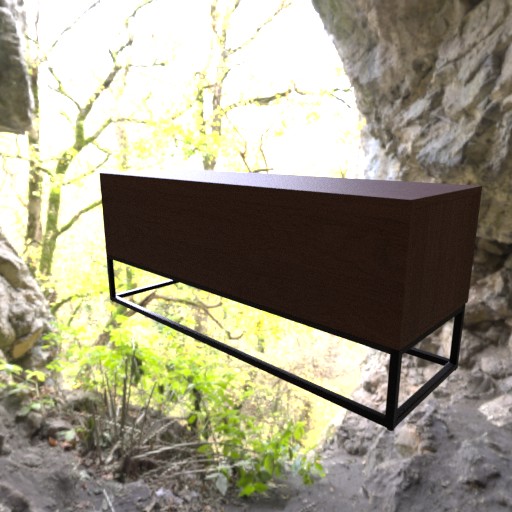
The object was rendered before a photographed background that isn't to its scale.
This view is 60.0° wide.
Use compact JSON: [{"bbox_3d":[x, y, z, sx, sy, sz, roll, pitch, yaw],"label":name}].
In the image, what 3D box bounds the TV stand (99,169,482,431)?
[{"bbox_3d":[0.000,0.000,1.437,1.200,0.500,0.415,13,19,42],"label":"TV stand"}]
